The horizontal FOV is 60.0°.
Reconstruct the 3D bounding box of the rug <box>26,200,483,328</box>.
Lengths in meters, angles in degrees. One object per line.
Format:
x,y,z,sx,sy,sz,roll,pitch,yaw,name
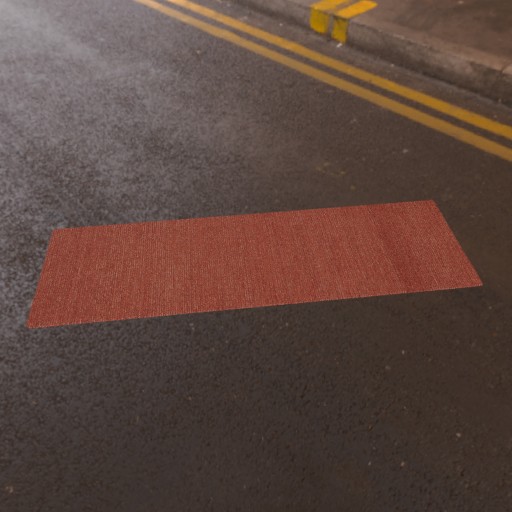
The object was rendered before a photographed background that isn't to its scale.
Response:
0.000,0.000,2.448,2.307,0.012,0.687,-5,48,-4,rug
